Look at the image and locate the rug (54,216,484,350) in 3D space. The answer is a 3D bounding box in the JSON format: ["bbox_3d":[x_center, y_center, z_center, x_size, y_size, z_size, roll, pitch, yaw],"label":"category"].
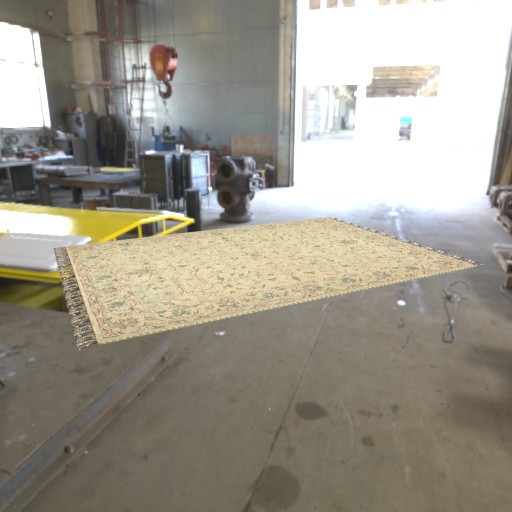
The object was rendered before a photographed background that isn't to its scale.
[{"bbox_3d":[0.000,0.000,2.224,1.802,0.008,1.247,-8,19,-25],"label":"rug"}]
